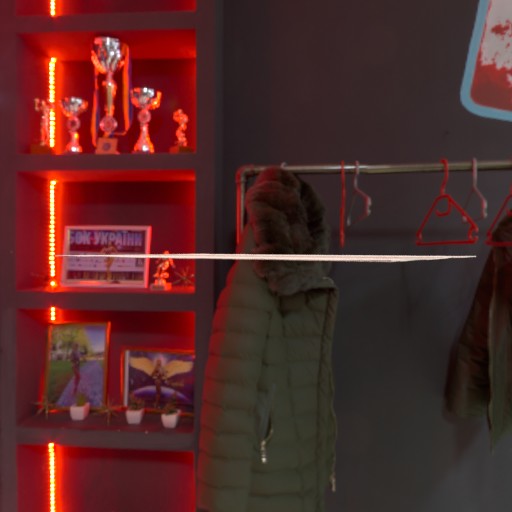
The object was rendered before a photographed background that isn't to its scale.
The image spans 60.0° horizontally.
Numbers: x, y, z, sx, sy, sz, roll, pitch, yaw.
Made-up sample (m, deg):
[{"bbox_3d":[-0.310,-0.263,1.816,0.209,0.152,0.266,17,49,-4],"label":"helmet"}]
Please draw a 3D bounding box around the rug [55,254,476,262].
[{"bbox_3d":[0.000,0.000,3.010,2.440,0.012,1.522,1,1,37],"label":"rug"}]
